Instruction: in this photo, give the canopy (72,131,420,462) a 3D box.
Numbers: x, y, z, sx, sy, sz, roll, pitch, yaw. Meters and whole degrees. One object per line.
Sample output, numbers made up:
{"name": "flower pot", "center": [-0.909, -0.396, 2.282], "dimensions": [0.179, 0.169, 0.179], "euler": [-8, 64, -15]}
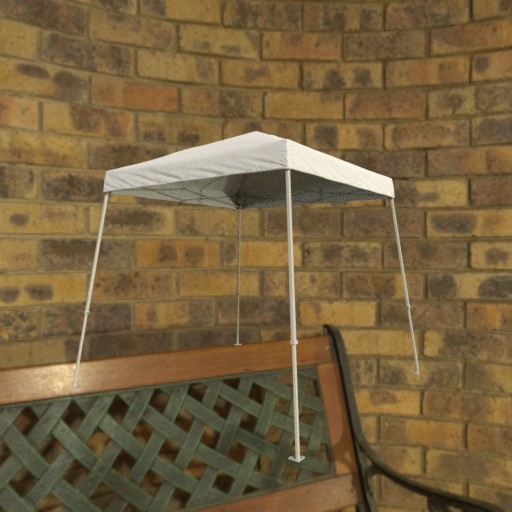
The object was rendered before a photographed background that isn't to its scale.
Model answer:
{"name": "canopy", "center": [0.000, 0.000, 6.417], "dimensions": [3.600, 3.600, 3.599], "euler": [0, 1, 36]}
